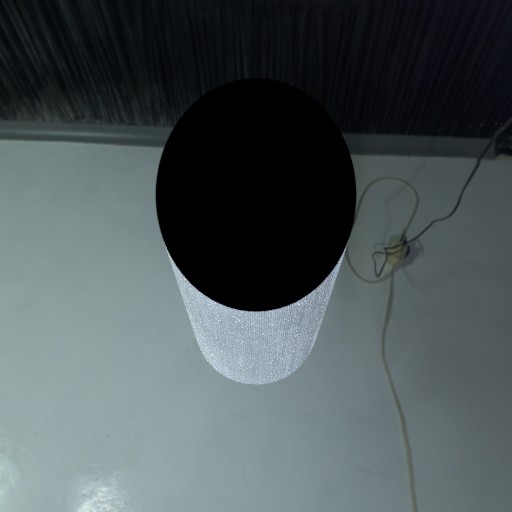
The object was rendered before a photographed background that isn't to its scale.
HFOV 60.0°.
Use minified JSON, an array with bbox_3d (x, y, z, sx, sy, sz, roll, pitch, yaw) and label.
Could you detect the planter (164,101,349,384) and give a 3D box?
[{"bbox_3d":[0.000,0.000,0.123,0.045,0.103,0.045,-1,59,-1],"label":"planter"}]
